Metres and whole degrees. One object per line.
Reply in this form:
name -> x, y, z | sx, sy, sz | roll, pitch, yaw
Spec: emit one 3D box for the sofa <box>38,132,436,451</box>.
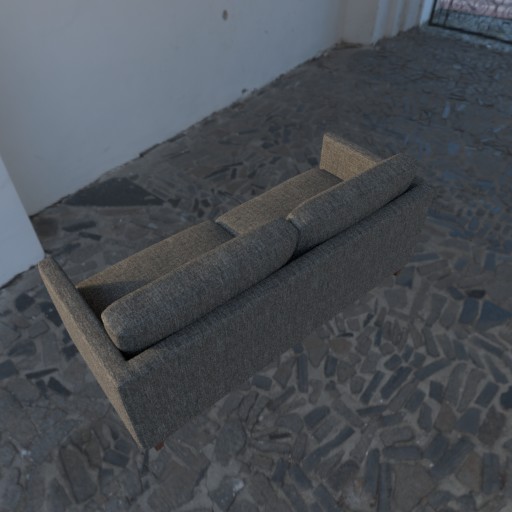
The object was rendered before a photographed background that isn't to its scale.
sofa -> 0.000, 0.000, 2.711 | 2.208, 0.960, 0.948 | -30, 51, -27
